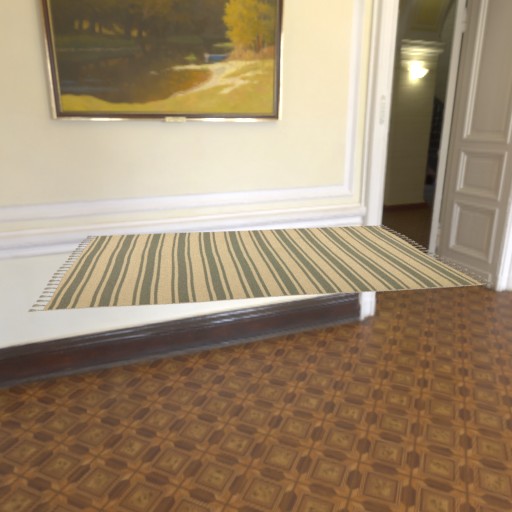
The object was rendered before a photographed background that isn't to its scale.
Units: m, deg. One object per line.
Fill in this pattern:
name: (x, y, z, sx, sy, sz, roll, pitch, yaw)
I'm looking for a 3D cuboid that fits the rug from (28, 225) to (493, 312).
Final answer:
rug: (0.000, 0.000, 2.500, 2.084, 0.009, 1.222, -3, 17, -8)
